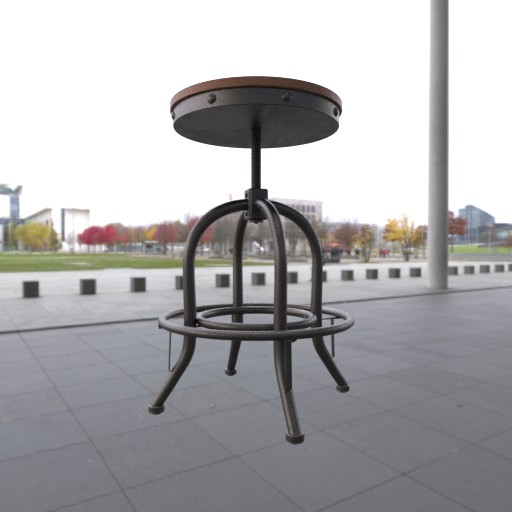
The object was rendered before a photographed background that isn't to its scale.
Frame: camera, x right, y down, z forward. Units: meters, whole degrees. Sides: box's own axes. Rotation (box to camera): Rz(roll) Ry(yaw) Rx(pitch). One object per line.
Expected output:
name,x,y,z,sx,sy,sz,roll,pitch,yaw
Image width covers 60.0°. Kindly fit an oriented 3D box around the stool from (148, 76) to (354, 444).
stool,0.000,0.000,0.919,0.439,0.609,0.439,0,1,-18
